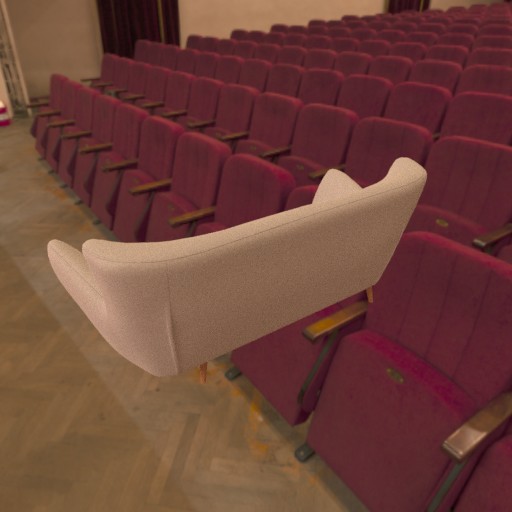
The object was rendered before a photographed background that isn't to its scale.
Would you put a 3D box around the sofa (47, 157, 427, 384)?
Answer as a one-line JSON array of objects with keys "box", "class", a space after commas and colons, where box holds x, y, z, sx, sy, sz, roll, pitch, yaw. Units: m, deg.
[{"box": [0.000, 0.000, 2.418, 1.930, 0.890, 0.899, -19, 35, -30], "class": "sofa"}]
